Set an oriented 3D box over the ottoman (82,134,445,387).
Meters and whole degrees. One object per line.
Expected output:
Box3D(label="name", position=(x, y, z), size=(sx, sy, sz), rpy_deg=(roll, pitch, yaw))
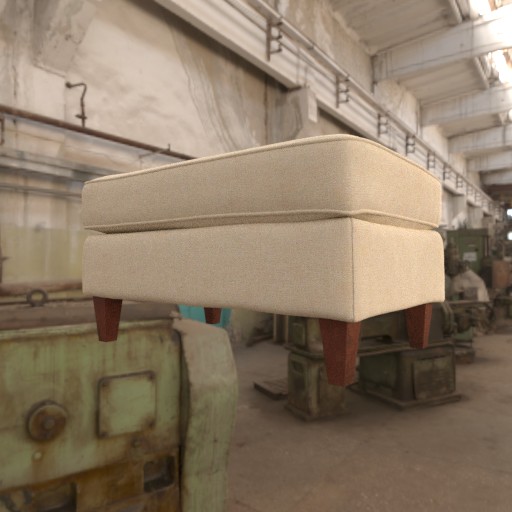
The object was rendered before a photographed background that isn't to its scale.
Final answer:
Box3D(label="ottoman", position=(0.000, 0.000, 1.227), size=(0.862, 0.484, 0.583), rpy_deg=(-1, -1, 37))
